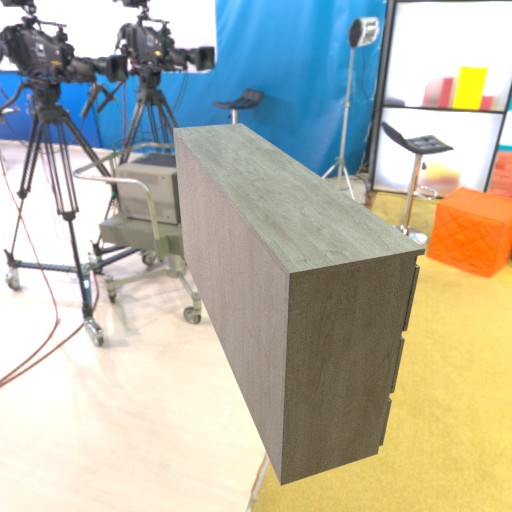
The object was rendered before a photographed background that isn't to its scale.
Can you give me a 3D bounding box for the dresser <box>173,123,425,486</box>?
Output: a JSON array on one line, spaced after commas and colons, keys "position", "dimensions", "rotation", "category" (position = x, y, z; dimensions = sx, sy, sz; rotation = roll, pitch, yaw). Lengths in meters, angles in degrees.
[{"position": [0.000, 0.000, 1.942], "dimensions": [0.390, 0.795, 1.590], "rotation": [-10, 30, -17], "category": "dresser"}]
